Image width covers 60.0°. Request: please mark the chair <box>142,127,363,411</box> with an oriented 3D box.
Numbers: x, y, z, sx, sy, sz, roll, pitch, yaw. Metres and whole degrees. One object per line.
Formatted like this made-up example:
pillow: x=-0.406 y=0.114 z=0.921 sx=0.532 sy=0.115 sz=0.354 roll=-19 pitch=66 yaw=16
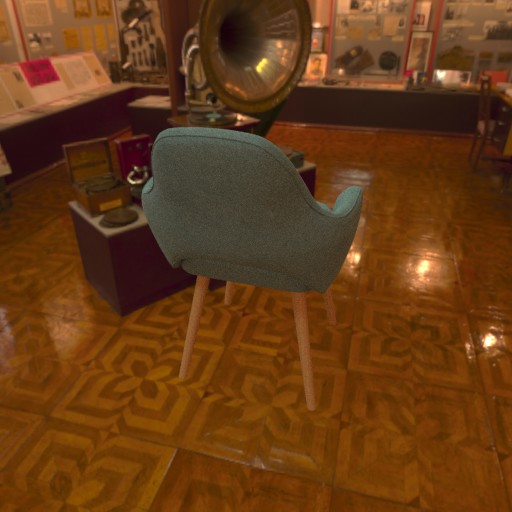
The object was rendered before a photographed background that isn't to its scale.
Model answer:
chair: x=0.000 y=0.000 z=1.350 sx=0.589 sy=0.920 sz=0.666 roll=9 pitch=32 yaw=15
